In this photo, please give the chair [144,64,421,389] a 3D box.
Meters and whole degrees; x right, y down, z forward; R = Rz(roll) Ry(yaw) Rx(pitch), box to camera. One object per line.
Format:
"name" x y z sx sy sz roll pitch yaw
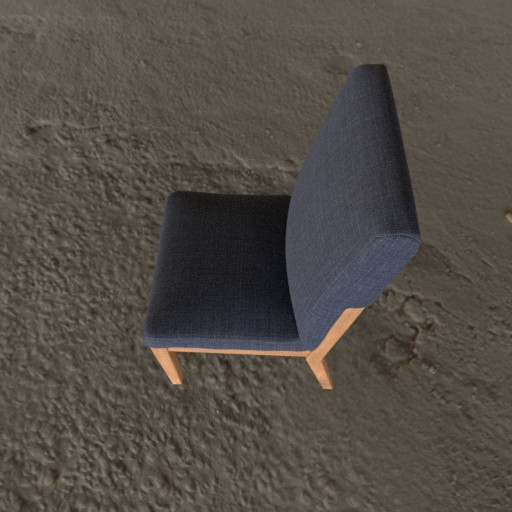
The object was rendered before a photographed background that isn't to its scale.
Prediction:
"chair" 0.000 0.000 1.240 0.586 0.911 0.507 1 58 1
